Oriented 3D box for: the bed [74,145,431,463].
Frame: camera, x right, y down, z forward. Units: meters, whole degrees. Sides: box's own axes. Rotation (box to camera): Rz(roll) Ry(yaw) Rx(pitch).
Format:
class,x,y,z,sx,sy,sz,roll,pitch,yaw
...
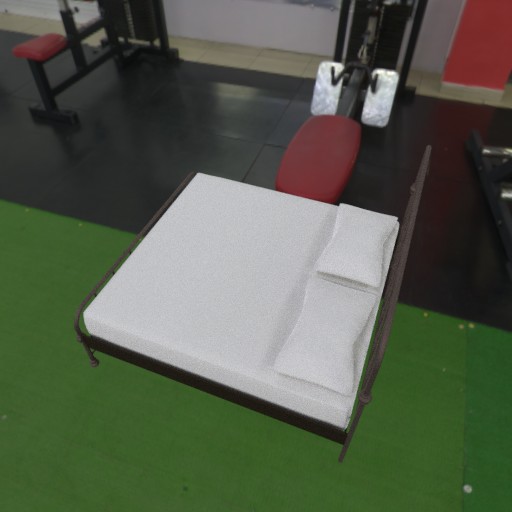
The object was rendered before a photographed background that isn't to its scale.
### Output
class,x,y,z,sx,sy,sz,roll,pitch,yaw
bed,0.000,0.000,3.483,2.134,1.446,2.044,16,48,15
